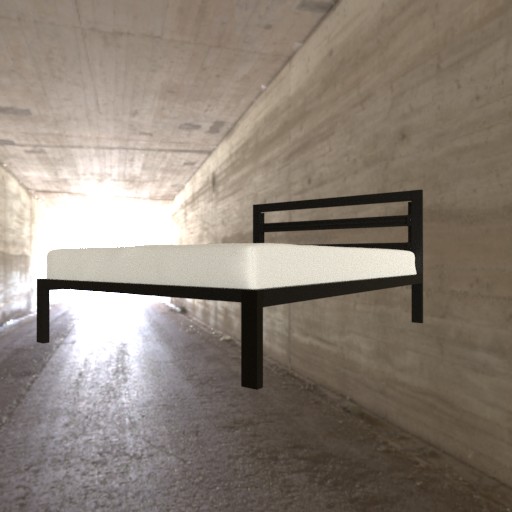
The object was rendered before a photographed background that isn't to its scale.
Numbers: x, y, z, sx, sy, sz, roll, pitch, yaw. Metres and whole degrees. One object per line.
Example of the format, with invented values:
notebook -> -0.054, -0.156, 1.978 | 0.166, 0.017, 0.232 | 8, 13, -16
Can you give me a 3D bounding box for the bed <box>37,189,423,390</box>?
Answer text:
bed -> 0.000, 0.000, 2.857 | 1.524, 0.967, 2.062 | 0, 0, 36
